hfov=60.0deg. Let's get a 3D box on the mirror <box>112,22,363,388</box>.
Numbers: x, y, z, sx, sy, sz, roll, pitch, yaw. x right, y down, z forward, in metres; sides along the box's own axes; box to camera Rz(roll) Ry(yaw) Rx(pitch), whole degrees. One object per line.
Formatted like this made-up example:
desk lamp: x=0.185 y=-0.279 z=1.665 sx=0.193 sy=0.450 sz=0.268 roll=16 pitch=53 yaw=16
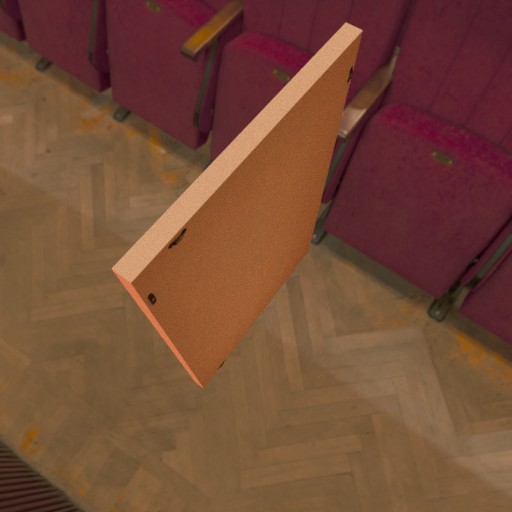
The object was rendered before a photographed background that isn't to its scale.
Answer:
mirror: x=0.000 y=0.000 z=1.114 sx=0.041 sy=0.915 sz=0.609 roll=34 pitch=69 yaw=15
